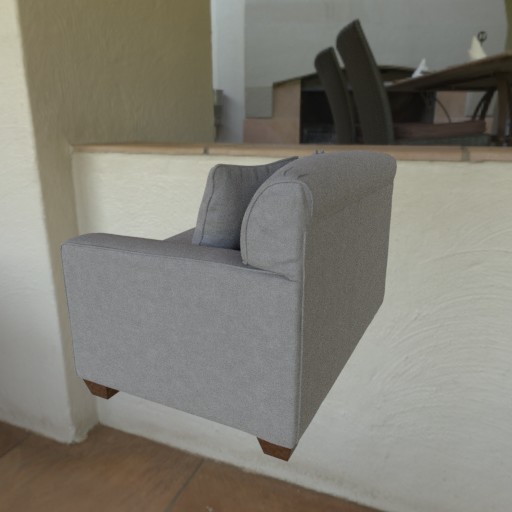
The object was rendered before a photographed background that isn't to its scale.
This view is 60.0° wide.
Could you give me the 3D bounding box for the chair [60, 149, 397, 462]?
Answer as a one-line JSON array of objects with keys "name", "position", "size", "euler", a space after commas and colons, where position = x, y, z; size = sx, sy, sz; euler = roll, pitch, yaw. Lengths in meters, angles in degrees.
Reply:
[{"name": "chair", "position": [0.000, 0.000, 2.041], "size": [0.992, 0.953, 1.395], "euler": [8, 17, 25]}]
